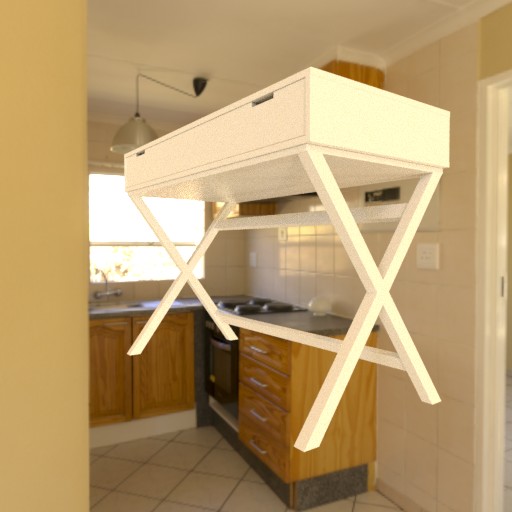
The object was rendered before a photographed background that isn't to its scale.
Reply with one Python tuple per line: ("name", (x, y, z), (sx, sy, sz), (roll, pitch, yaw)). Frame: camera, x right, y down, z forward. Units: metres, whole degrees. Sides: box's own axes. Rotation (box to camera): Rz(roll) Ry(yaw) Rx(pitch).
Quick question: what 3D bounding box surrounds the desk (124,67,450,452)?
("desk", (0.000, 0.000, 1.464), (0.509, 0.780, 1.059), (-1, 2, -36))
